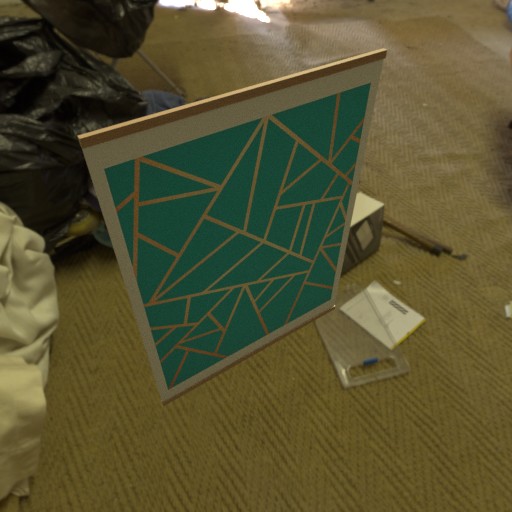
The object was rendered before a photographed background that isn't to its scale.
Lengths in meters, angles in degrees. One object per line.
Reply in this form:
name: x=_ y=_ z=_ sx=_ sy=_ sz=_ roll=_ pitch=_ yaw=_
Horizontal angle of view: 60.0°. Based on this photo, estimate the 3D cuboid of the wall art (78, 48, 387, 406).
wall art: x=0.000 y=0.000 z=1.298 sx=0.758 sy=1.016 sz=0.013 roll=-25 pitch=50 yaw=-23
